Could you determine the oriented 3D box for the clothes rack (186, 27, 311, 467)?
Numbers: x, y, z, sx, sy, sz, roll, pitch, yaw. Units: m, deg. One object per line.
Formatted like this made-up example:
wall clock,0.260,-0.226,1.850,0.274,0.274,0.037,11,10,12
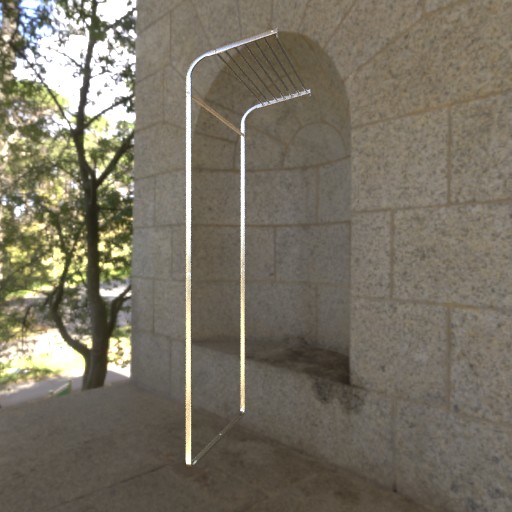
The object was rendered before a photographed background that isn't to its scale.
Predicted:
clothes rack,0.000,0.000,1.862,0.349,1.574,0.609,0,0,18
